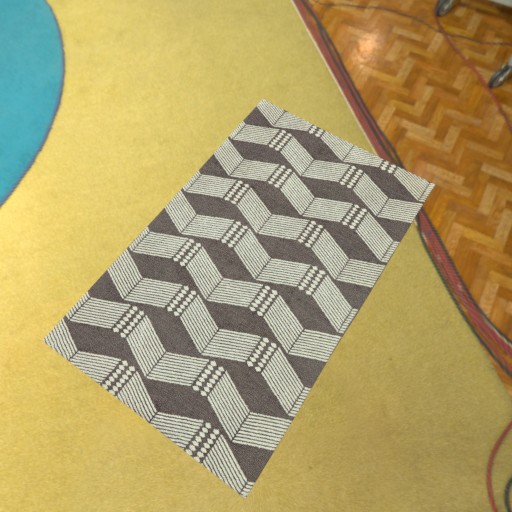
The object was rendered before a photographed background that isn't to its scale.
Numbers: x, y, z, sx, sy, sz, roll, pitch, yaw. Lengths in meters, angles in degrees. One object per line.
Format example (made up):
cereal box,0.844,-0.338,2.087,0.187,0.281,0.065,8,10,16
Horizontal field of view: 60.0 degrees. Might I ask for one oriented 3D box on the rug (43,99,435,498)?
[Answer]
rug,0.000,0.000,2.979,1.517,0.011,2.435,31,68,15
